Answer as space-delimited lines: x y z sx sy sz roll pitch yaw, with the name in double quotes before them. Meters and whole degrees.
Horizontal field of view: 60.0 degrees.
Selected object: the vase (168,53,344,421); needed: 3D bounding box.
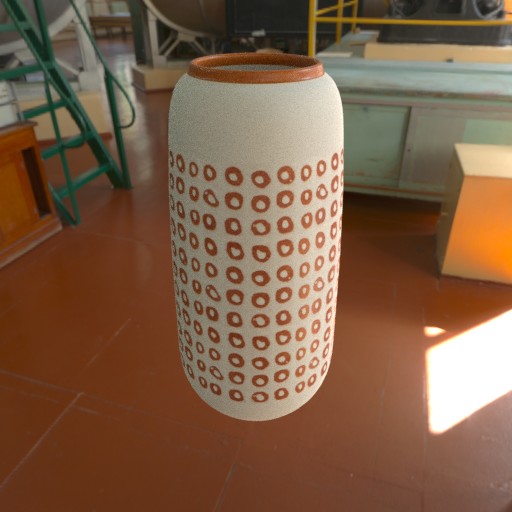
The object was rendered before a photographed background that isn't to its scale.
"vase" 0.000 0.000 0.347 0.133 0.282 0.133 0 31 0
